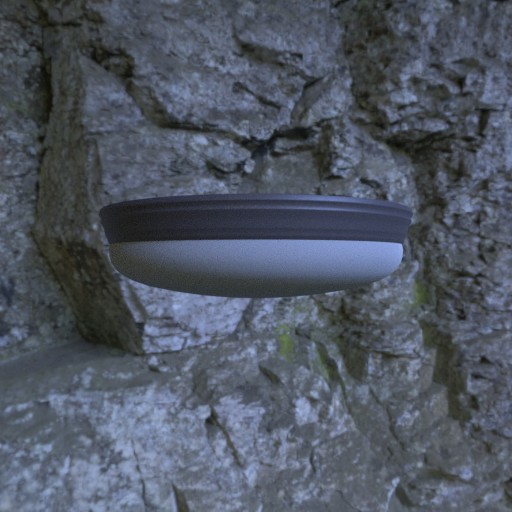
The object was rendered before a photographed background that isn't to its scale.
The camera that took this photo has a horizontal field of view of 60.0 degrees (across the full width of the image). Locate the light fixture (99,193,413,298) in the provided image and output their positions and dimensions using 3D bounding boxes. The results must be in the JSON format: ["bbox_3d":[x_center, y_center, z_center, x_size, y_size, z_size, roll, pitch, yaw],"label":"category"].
[{"bbox_3d":[0.000,0.000,0.550,0.368,0.100,0.368,0,-1,0],"label":"light fixture"}]
